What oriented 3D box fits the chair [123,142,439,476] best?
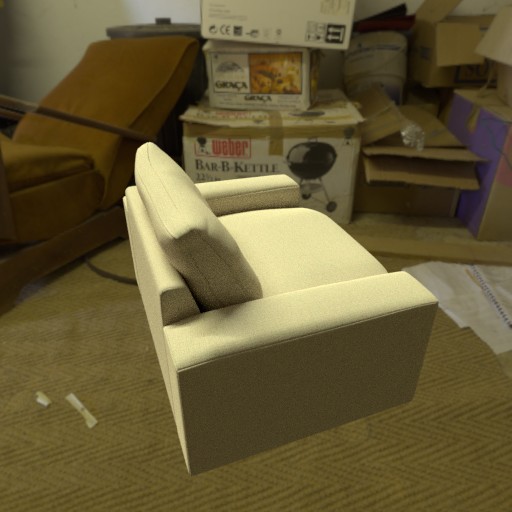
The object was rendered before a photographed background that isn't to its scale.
[{"bbox_3d":[0.000,0.000,2.084,1.039,0.915,1.398,-11,33,-18],"label":"chair"}]
